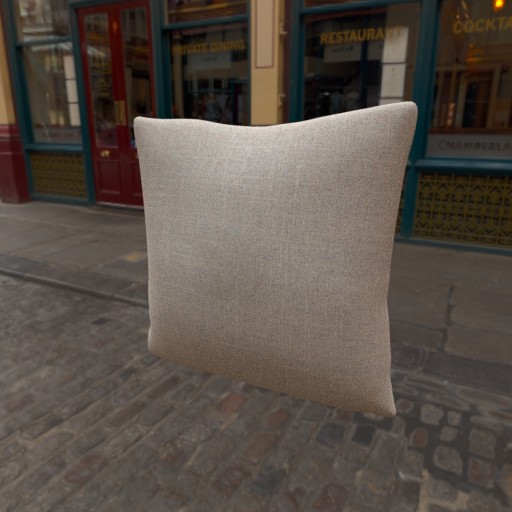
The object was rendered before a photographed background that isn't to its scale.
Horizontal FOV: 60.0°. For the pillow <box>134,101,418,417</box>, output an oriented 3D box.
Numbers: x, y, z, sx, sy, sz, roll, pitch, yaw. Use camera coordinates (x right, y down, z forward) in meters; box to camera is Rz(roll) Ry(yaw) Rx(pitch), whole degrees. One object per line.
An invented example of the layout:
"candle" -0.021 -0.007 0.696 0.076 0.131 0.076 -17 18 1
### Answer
"pillow" 0.000 0.000 0.870 0.578 0.558 0.192 8 17 26
